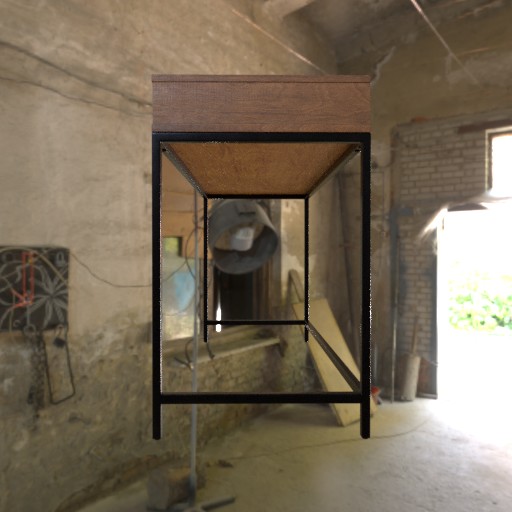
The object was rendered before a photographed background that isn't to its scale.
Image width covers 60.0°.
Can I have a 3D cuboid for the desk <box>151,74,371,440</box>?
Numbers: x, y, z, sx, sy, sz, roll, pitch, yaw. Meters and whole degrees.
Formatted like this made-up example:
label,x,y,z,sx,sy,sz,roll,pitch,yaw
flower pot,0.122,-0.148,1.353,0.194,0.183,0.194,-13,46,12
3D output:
label,x,y,z,sx,sy,sz,roll,pitch,yaw
desk,0.000,0.000,1.431,0.470,0.762,1.016,0,1,-1
